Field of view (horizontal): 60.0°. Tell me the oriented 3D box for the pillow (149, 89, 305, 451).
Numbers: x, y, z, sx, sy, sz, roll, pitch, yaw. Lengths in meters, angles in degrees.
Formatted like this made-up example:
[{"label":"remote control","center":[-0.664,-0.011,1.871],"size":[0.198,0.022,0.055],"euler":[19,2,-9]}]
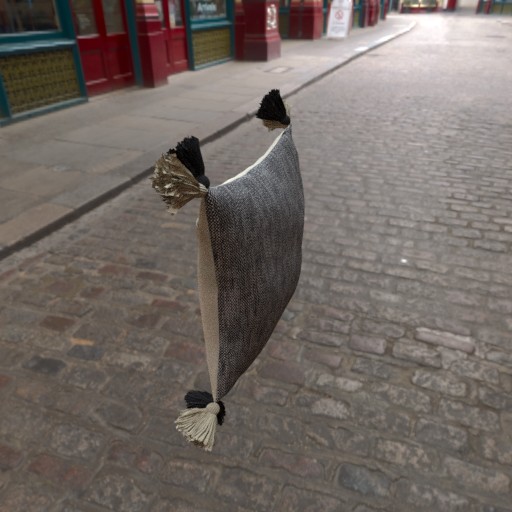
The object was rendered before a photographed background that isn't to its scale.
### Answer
[{"label":"pillow","center":[0.000,0.000,1.011],"size":[0.170,0.659,0.654],"euler":[10,31,18]}]
